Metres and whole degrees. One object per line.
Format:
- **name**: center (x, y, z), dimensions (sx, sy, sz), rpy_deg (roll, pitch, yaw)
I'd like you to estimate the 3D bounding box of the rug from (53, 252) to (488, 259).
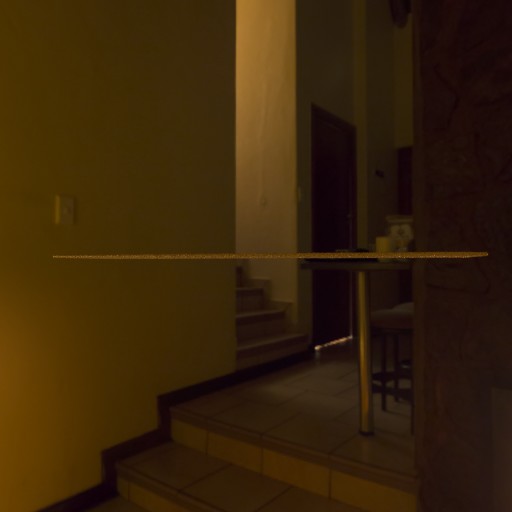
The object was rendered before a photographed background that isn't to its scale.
- **rug**: center (0.000, 0.000, 2.554), dimensions (2.297, 0.019, 0.659), rpy_deg (0, -1, 18)
